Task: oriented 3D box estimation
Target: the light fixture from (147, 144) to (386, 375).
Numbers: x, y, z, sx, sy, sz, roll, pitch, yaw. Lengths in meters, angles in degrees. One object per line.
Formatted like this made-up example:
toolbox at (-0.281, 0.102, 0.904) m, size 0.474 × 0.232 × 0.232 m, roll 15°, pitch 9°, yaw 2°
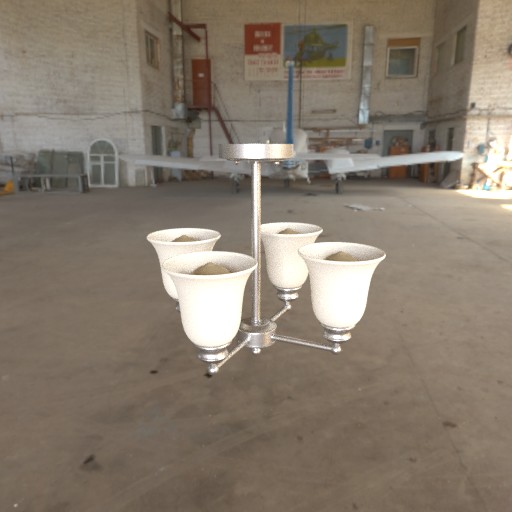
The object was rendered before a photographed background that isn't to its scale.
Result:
light fixture at (0.000, 0.000, 0.756) m, size 0.427 × 0.370 × 0.427 m, roll 7°, pitch 16°, yaw 25°
